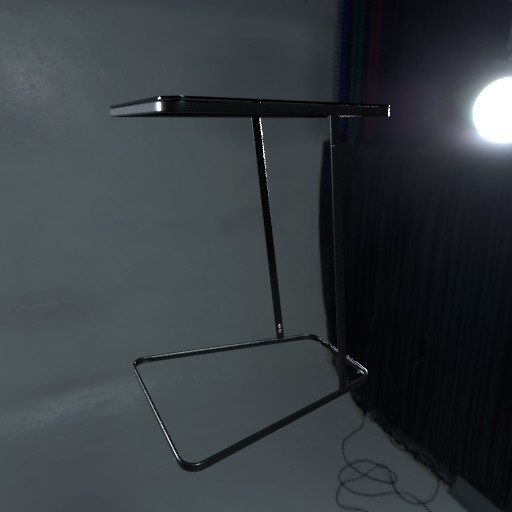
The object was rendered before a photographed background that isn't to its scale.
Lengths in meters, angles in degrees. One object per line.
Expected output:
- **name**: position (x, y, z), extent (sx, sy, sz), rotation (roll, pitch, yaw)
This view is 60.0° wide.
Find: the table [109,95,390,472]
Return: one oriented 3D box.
- **table**: position (0.000, 0.000, 0.965), extent (0.500, 0.624, 0.427), rotation (-8, 18, -26)
